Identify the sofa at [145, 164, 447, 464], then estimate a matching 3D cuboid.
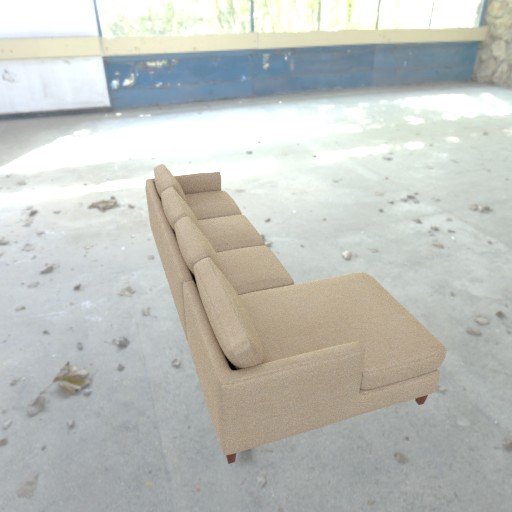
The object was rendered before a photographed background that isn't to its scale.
[{"bbox_3d":[0.000,0.000,3.843,1.502,0.876,3.201,-10,31,-16],"label":"sofa"}]
